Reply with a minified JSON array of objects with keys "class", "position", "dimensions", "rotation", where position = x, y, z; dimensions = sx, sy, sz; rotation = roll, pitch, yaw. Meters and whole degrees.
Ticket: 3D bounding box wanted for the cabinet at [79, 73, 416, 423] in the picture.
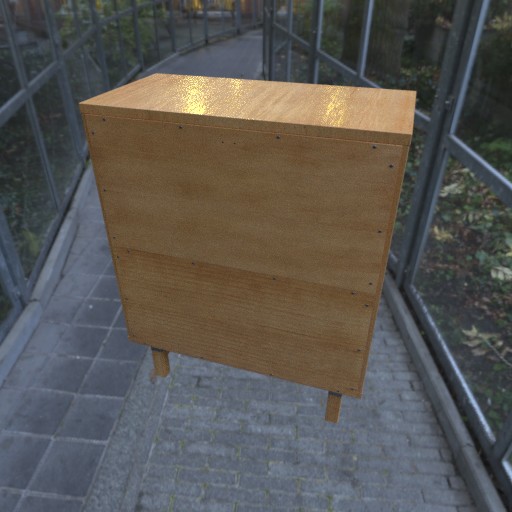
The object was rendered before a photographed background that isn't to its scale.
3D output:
[{"class":"cabinet","position":[0.000,0.000,1.438],"dimensions":[0.800,1.001,0.419],"rotation":[10,34,15]}]
